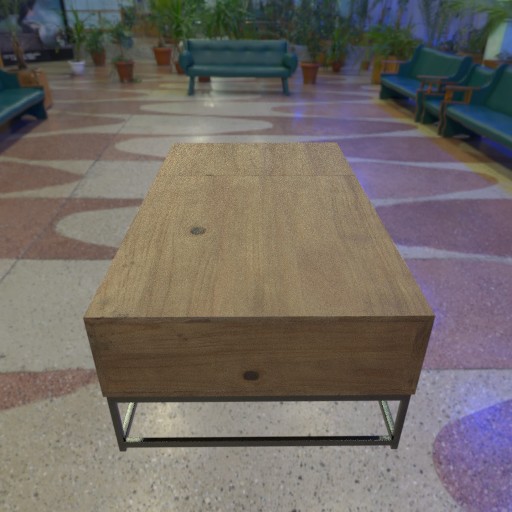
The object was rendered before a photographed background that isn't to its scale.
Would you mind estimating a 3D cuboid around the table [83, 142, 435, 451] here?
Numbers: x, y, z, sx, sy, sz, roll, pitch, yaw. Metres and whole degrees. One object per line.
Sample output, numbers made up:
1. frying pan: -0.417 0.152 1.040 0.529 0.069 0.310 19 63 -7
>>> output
1. table: 0.000 0.000 1.389 0.655 0.395 1.101 0 31 -1
